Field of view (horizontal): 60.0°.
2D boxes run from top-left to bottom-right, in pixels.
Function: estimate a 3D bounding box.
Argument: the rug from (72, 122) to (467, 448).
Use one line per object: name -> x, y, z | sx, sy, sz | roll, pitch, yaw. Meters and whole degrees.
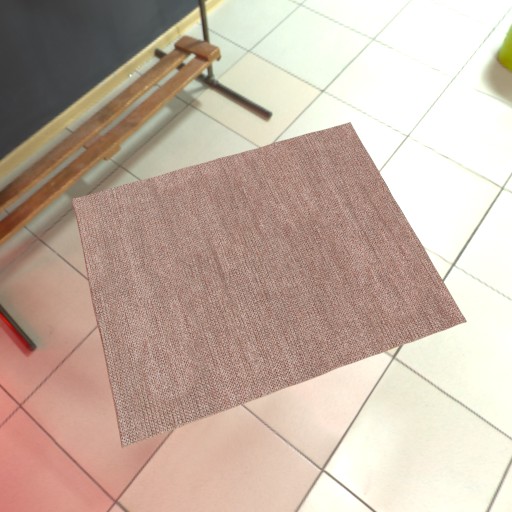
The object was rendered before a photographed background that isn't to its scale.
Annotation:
rug -> 0.000, 0.000, 4.137 | 3.052, 0.030, 2.429 | -18, 65, -8
